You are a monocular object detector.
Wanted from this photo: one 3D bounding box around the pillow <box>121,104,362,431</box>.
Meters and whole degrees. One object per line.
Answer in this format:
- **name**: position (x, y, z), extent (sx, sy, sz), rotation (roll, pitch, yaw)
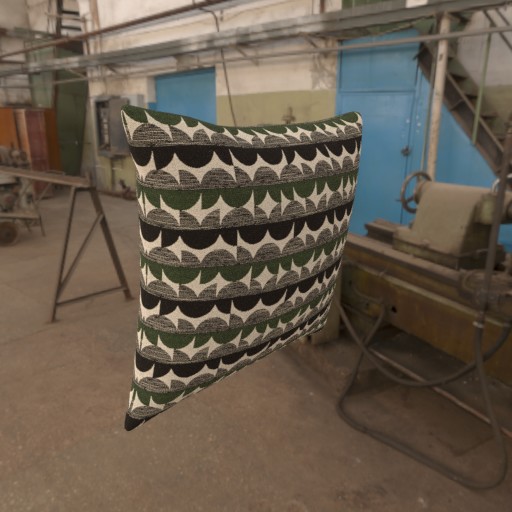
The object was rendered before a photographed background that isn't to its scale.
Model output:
- **pillow**: position (0.000, 0.000, 0.641), extent (0.419, 0.404, 0.180), rotation (-16, 23, -42)
